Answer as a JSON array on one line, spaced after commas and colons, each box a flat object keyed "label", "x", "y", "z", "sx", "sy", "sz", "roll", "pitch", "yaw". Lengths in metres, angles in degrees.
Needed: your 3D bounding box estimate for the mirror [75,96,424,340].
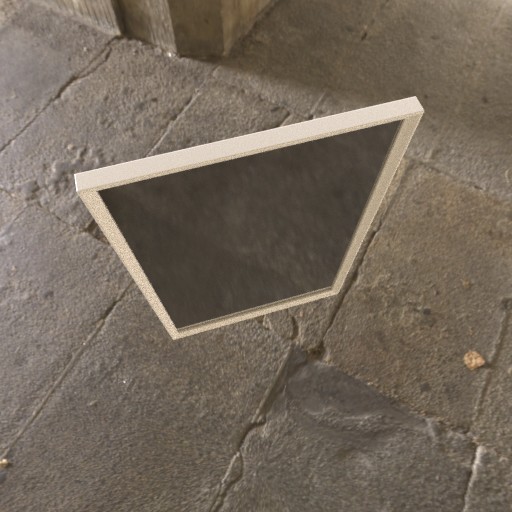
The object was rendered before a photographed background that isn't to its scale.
[{"label": "mirror", "x": 0.000, "y": 0.000, "z": 1.167, "sx": 0.609, "sy": 0.915, "sz": 0.041, "roll": -15, "pitch": 65, "yaw": -7}]
